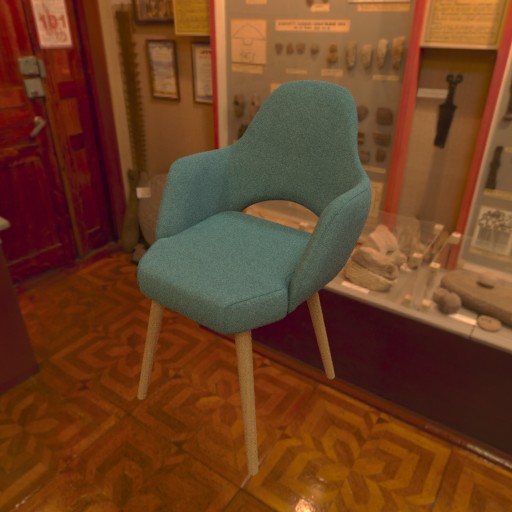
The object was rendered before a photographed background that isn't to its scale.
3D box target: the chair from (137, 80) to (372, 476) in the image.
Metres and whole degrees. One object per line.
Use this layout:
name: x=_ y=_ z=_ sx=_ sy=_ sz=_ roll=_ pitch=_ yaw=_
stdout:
chair: x=0.000 y=0.000 z=1.327 sx=0.589 sy=0.920 sz=0.666 roll=20 pitch=34 yaw=31
